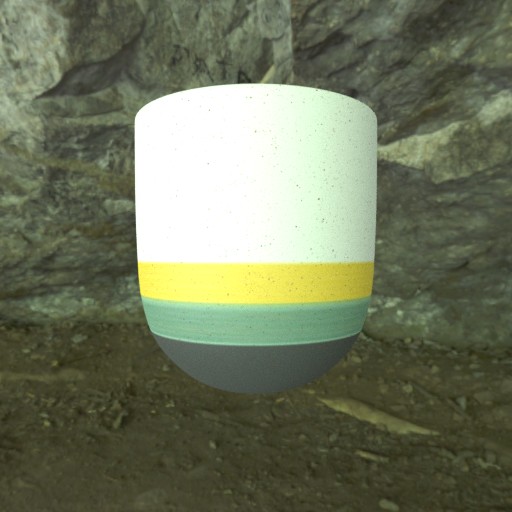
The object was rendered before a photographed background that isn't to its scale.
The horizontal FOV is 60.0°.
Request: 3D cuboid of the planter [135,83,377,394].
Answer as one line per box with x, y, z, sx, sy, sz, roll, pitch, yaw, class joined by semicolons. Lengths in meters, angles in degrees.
0.000;0.000;0.370;0.195;0.214;0.195;0;0;0;planter
